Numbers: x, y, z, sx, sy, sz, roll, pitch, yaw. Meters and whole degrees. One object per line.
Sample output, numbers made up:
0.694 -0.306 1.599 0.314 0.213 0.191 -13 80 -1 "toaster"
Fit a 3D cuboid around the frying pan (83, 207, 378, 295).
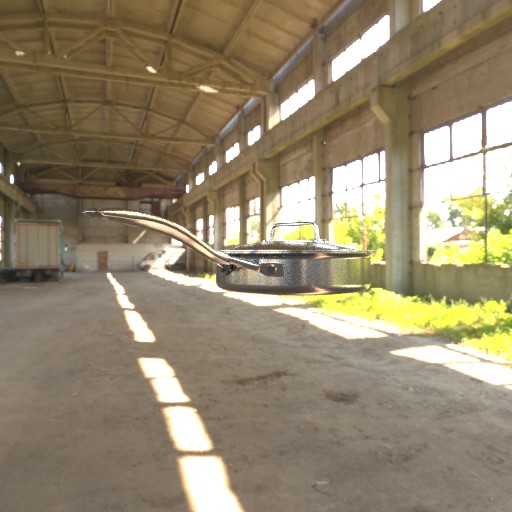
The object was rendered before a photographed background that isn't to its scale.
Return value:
0.000 0.000 0.670 0.280 0.114 0.561 0 0 37 "frying pan"
